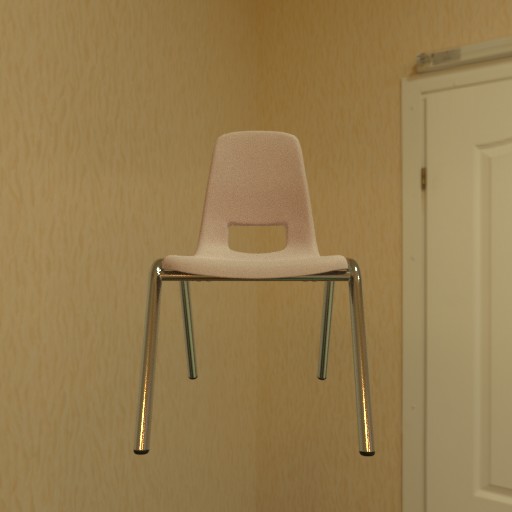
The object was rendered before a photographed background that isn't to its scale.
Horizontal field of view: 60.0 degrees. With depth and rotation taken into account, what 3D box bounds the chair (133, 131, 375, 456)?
[{"bbox_3d":[0.000,0.000,0.851,0.354,0.586,0.423,0,0,1],"label":"chair"}]
